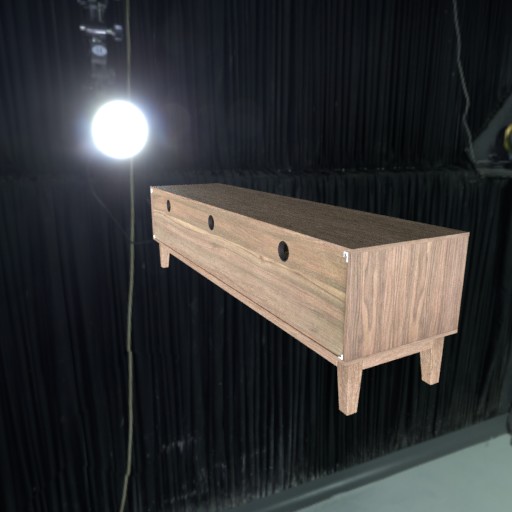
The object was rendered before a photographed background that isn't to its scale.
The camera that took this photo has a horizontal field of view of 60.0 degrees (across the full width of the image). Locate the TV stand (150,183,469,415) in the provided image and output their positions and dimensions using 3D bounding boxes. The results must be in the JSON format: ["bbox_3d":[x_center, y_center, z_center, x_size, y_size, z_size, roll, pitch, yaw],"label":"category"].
[{"bbox_3d":[0.000,0.000,1.666,0.366,0.409,1.482,-8,16,-28],"label":"TV stand"}]
